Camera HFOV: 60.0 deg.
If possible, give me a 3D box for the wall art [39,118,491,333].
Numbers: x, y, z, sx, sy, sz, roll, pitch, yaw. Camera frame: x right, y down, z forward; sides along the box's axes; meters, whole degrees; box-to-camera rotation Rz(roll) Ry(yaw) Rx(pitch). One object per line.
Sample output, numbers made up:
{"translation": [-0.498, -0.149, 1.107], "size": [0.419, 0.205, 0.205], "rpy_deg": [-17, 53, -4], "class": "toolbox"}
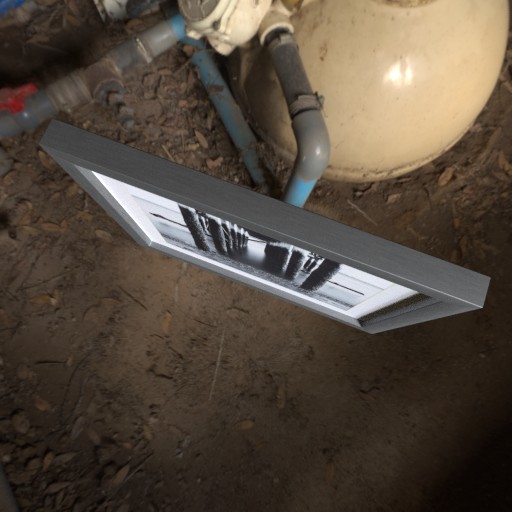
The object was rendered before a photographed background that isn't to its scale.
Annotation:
{"translation": [0.000, 0.000, 0.517], "size": [0.380, 0.330, 0.028], "rpy_deg": [21, 78, 5], "class": "wall art"}
